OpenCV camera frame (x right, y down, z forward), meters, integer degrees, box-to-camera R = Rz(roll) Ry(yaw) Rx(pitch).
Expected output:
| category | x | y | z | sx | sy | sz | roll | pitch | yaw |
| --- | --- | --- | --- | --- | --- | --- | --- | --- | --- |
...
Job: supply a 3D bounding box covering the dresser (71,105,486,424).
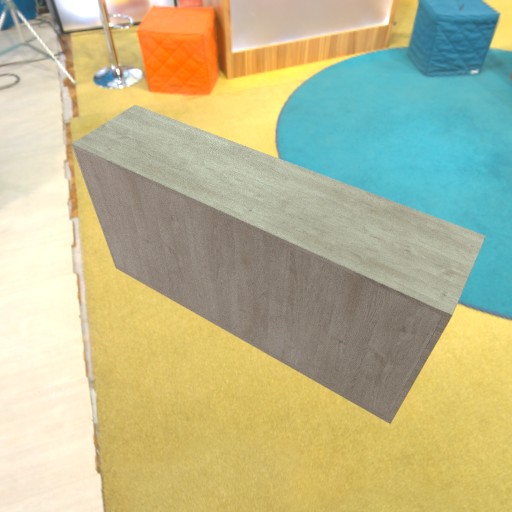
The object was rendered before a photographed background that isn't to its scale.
| category | x | y | z | sx | sy | sz | roll | pitch | yaw |
| --- | --- | --- | --- | --- | --- | --- | --- | --- | --- |
| dresser | 0.000 | 0.000 | 1.959 | 1.590 | 0.795 | 0.390 | 25 | 53 | 21 |
